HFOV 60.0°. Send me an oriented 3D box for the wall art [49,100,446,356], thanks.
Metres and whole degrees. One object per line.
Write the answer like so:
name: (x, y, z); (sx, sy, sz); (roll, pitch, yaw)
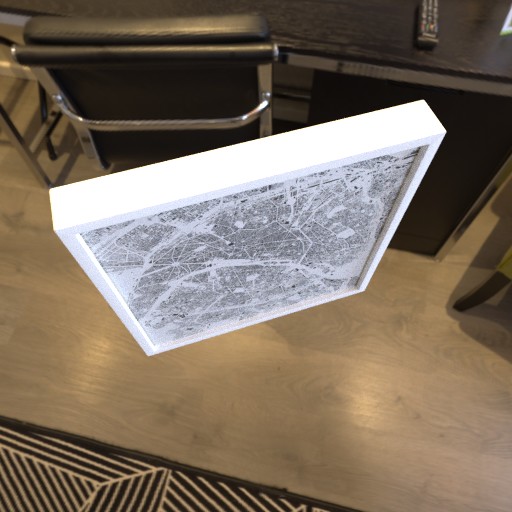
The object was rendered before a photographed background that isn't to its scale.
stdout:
wall art: (0.000, 0.000, 0.469); (0.305, 0.305, 0.038); (-16, 62, -8)
